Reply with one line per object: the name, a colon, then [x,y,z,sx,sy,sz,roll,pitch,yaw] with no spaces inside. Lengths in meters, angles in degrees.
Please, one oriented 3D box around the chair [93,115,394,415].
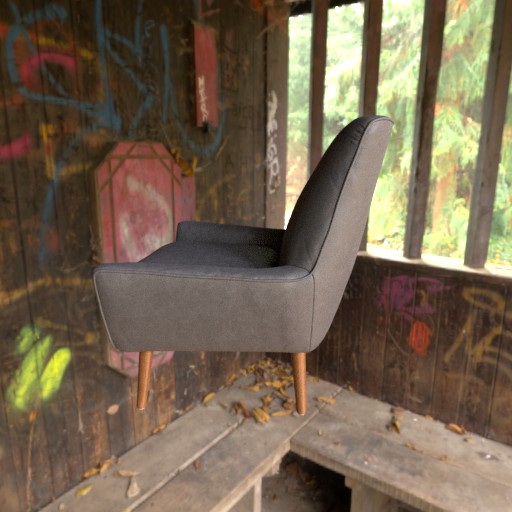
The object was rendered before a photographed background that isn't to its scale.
chair: [0.000,0.000,1.505,0.822,0.888,0.787,2,14,8]
